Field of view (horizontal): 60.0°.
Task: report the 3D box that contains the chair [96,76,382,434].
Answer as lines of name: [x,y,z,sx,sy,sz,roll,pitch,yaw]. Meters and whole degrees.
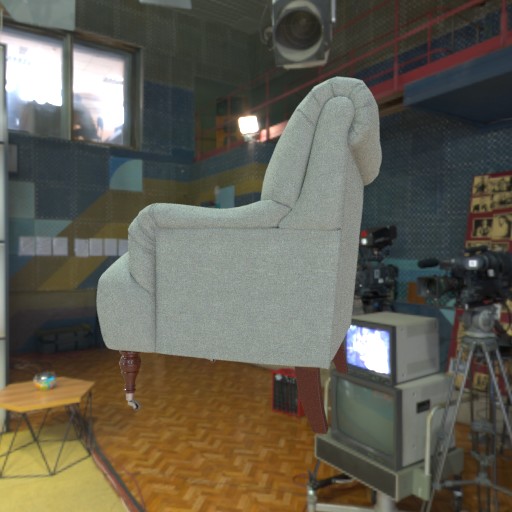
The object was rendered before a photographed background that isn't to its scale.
chair: [0.000,0.000,1.964,1.060,1.178,0.964,0,0,17]
